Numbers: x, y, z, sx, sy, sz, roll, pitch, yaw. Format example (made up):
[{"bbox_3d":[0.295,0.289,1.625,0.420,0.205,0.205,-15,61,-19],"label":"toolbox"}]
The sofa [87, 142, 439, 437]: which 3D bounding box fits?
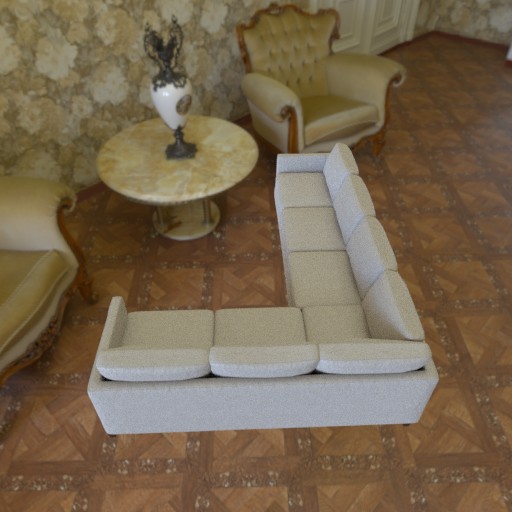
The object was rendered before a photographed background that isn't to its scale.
[{"bbox_3d":[0.000,0.000,4.470,2.522,0.934,3.333,-1,41,-2],"label":"sofa"}]
